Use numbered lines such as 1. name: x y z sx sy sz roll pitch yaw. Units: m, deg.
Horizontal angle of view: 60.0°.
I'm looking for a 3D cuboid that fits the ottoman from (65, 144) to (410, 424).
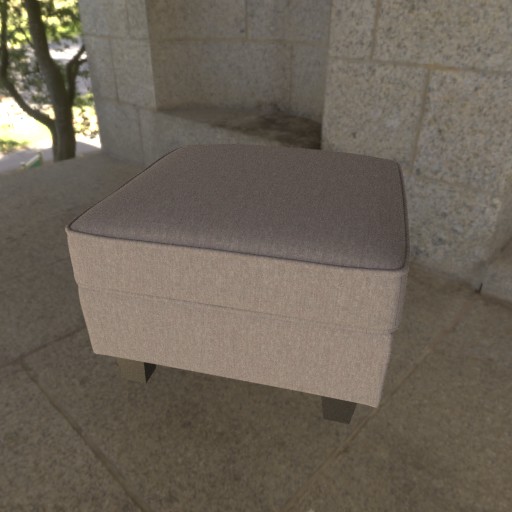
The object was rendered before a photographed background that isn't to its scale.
1. ottoman: 0.000 0.000 1.432 0.871 0.612 0.808 7 30 12
